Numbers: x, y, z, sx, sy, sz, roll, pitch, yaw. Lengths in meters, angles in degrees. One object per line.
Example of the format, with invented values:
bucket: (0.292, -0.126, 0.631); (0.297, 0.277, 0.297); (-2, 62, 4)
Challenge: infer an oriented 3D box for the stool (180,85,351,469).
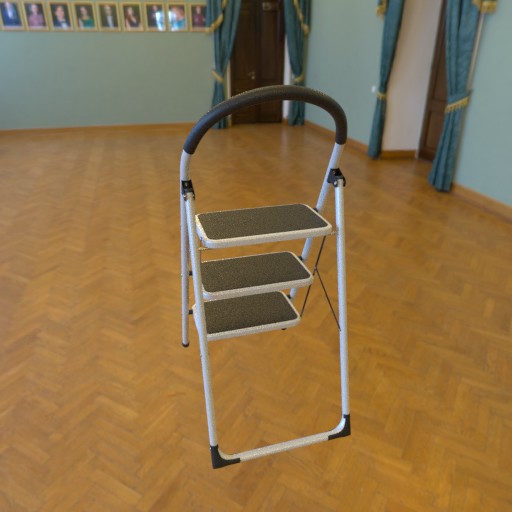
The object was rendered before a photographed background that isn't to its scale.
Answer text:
stool: (0.000, 0.000, 1.486); (0.485, 1.109, 0.676); (-7, 27, -15)
